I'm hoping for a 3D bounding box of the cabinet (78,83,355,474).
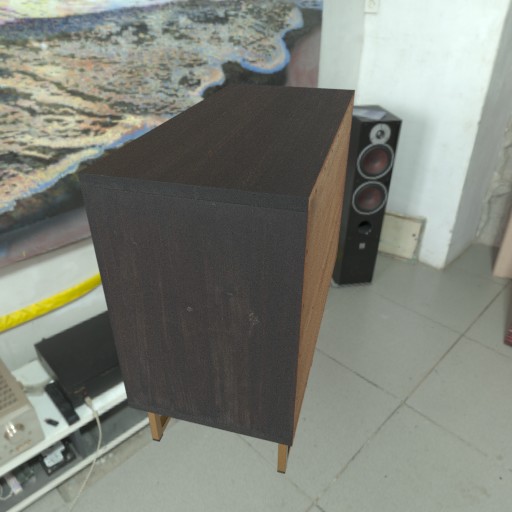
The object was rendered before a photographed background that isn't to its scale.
[{"bbox_3d":[0.000,0.000,1.416,0.451,0.860,0.950,8,32,13],"label":"cabinet"}]
